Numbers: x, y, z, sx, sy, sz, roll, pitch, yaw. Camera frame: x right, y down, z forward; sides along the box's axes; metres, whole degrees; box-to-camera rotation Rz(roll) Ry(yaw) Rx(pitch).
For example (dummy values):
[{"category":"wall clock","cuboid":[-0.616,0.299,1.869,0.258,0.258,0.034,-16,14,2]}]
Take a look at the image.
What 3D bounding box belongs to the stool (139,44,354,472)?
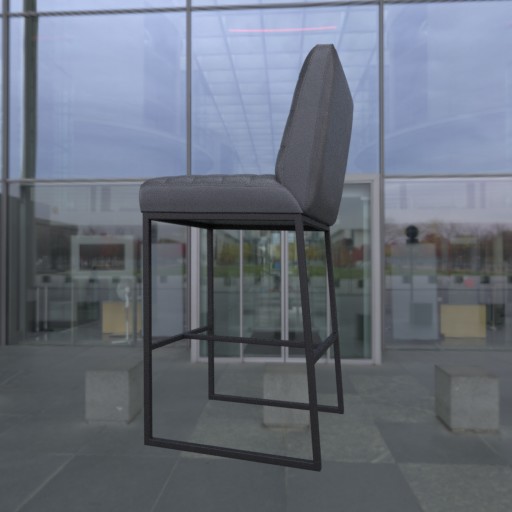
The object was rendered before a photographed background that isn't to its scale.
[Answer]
[{"category":"stool","cuboid":[0.000,0.000,1.349,0.552,1.040,0.457,0,-1,19]}]
